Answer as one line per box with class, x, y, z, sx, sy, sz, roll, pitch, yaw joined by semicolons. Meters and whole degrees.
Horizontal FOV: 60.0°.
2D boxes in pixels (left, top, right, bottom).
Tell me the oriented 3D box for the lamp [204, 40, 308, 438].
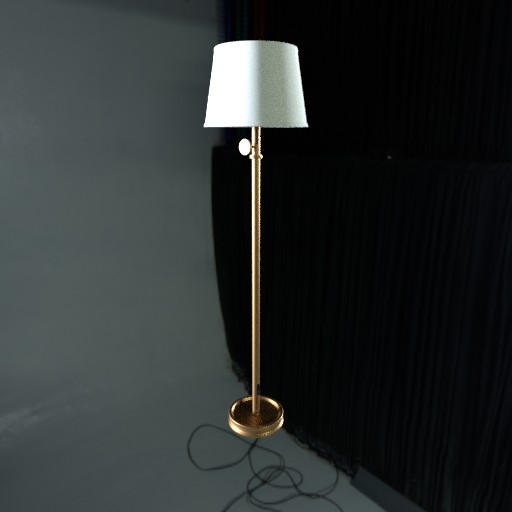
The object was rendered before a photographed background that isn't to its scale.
lamp;0.000;0.000;0.827;0.178;0.710;0.178;0;16;0
